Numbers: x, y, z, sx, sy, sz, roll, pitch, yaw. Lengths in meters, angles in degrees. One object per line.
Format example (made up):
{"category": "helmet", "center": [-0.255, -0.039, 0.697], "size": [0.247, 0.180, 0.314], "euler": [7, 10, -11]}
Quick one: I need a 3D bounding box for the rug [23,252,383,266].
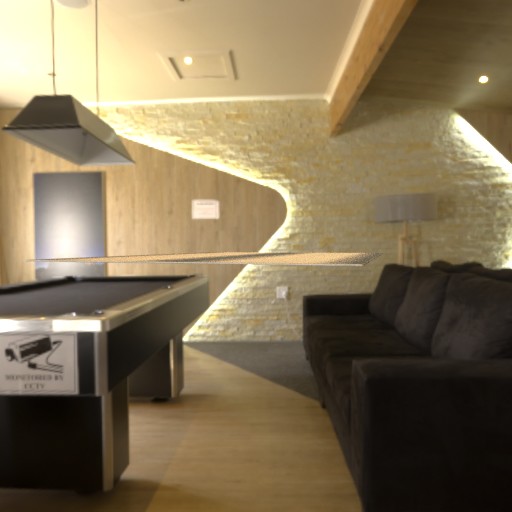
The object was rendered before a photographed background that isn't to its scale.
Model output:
{"category": "rug", "center": [0.000, 0.000, 2.337], "size": [1.234, 0.006, 1.854], "euler": [0, 2, 18]}
